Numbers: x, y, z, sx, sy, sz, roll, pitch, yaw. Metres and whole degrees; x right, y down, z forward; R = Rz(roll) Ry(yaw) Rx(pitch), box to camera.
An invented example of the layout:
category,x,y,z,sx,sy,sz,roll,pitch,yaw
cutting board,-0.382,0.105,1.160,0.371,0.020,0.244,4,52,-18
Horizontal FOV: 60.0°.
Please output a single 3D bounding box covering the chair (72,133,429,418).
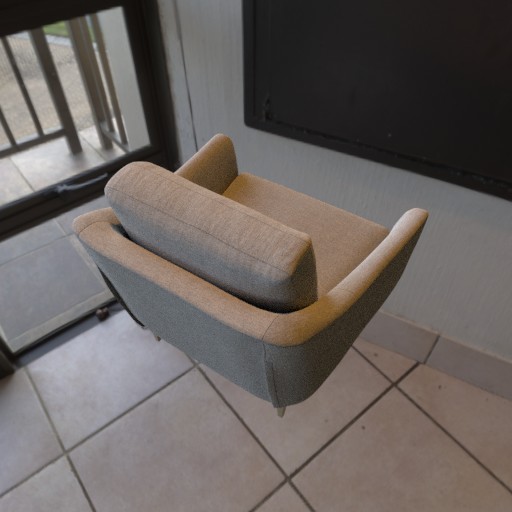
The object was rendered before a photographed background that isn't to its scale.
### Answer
category,x,y,z,sx,sy,sz,roll,pitch,yaw
chair,0.000,0.000,1.688,0.986,0.902,0.961,25,52,22
